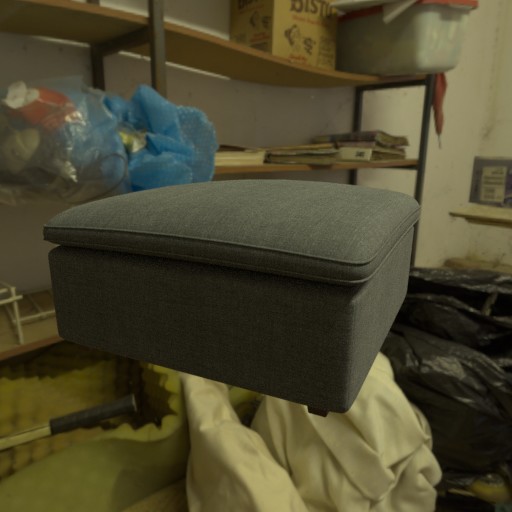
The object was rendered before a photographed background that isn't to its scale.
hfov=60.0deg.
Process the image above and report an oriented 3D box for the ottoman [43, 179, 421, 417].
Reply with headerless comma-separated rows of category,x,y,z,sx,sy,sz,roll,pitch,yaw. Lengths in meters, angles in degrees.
ottoman,0.000,0.000,1.690,1.067,0.559,1.067,7,16,25
